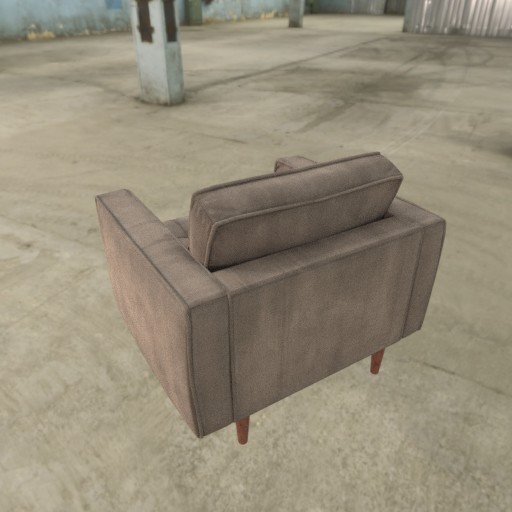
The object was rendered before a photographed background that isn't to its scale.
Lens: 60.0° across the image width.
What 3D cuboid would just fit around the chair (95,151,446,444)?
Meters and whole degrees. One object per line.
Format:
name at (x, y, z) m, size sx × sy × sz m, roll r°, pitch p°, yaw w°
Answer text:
chair at (0.000, 0.000, 1.563) m, size 0.928 × 0.773 × 0.843 m, roll -17°, pitch 34°, yaw -27°
